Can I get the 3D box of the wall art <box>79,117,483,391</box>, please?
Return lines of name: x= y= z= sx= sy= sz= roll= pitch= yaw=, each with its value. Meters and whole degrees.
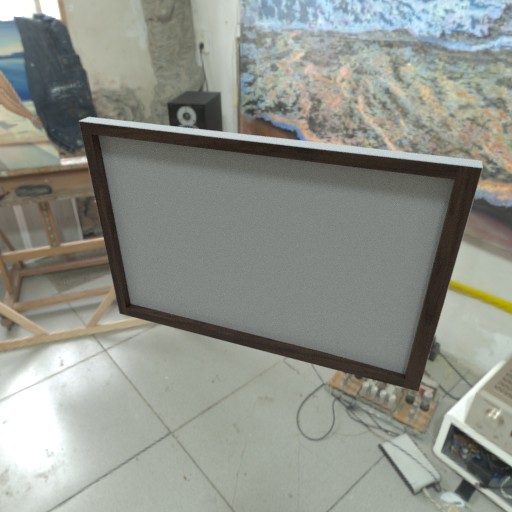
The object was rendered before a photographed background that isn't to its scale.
wall art: x=0.000 y=0.000 z=1.415 sx=1.138 sy=0.761 sz=0.051 roll=11 pitch=34 yaw=17
